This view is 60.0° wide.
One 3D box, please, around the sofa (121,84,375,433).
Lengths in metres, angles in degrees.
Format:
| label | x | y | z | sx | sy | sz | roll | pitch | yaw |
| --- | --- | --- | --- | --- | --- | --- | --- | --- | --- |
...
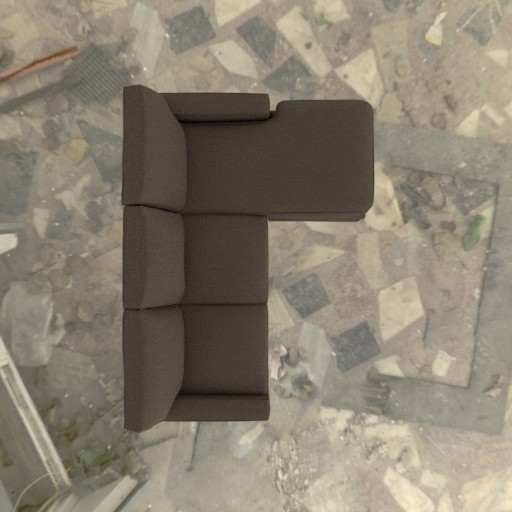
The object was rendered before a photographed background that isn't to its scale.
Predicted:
| label | x | y | z | sx | sy | sz | roll | pitch | yaw |
| --- | --- | --- | --- | --- | --- | --- | --- | --- | --- |
| sofa | 0.000 | 0.000 | 3.306 | 1.790 | 0.973 | 2.370 | 0 | 89 | 0 |
